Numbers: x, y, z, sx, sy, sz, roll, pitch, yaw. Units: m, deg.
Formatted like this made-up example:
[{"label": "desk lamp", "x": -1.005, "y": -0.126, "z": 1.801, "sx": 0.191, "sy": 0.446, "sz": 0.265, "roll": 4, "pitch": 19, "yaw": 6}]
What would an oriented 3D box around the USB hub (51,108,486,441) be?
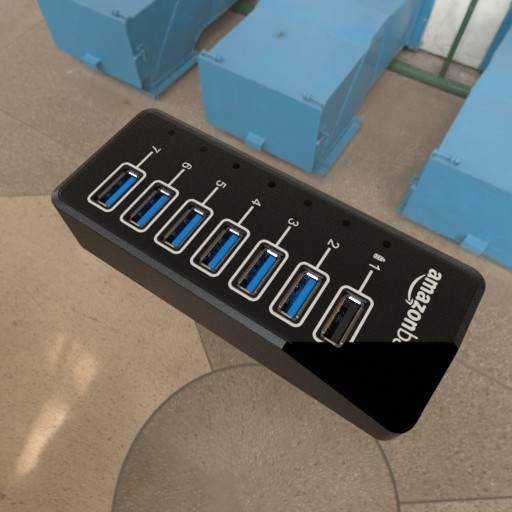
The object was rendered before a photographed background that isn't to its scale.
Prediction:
[{"label": "USB hub", "x": 0.000, "y": 0.000, "z": 0.124, "sx": 0.110, "sy": 0.023, "sz": 0.044, "roll": 30, "pitch": 65, "yaw": 16}]
